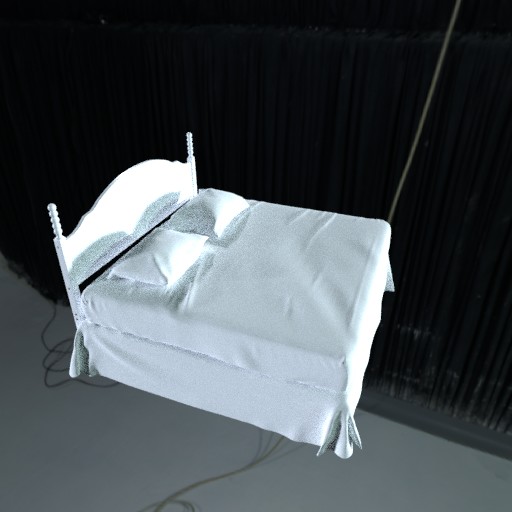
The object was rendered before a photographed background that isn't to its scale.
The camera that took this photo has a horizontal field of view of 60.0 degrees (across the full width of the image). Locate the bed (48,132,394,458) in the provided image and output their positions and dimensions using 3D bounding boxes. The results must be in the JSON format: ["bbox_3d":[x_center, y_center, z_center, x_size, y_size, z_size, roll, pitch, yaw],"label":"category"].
[{"bbox_3d":[0.000,0.000,3.645,2.219,1.355,2.322,11,32,18],"label":"bed"}]
